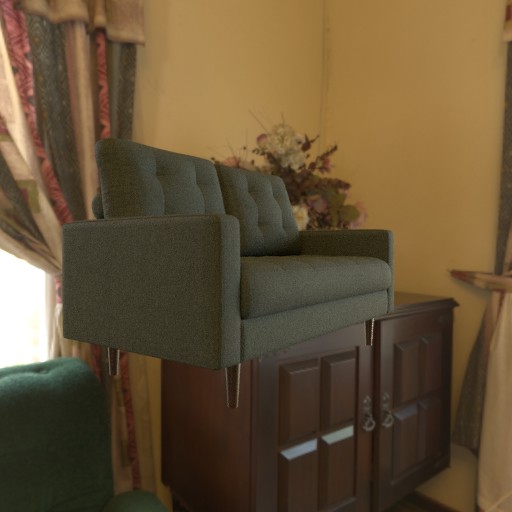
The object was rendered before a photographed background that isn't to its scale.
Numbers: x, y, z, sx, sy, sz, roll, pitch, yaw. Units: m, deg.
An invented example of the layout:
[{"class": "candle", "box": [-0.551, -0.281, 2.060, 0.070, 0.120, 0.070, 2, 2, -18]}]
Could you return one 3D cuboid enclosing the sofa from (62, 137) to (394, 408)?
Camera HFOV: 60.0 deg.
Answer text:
[{"class": "sofa", "box": [0.000, 0.000, 1.983, 0.842, 0.907, 1.407, 1, 1, 36]}]
